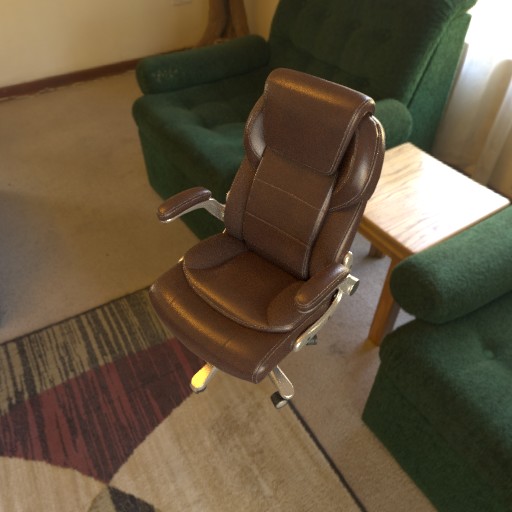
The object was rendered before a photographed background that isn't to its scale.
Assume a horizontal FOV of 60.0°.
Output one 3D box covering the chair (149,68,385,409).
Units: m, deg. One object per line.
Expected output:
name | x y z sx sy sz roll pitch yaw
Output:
chair | 0.000 0.000 1.701 0.733 1.160 0.774 31 53 28
